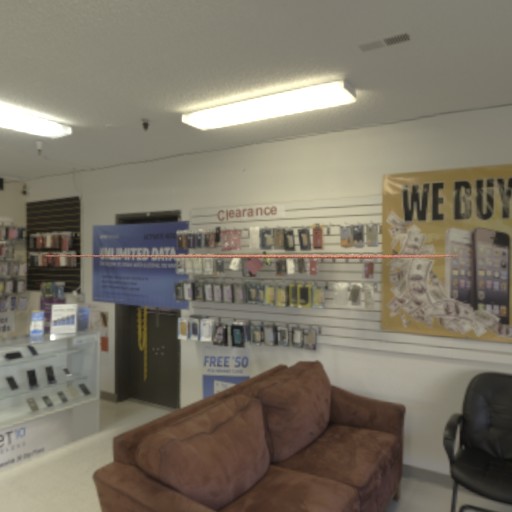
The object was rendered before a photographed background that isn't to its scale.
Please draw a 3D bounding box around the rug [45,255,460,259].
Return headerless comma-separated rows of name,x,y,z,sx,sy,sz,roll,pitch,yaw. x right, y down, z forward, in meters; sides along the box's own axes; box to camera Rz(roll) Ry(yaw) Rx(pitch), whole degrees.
rug,0.000,0.000,2.805,2.112,0.009,1.594,0,0,35
